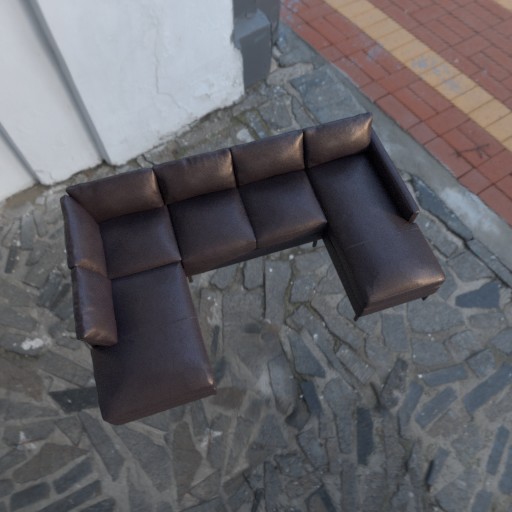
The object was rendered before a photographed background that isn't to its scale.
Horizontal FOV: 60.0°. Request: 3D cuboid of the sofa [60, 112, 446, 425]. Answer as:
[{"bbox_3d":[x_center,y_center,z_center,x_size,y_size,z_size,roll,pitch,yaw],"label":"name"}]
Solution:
[{"bbox_3d":[0.000,0.000,3.853,2.956,0.900,1.939,-16,64,-8],"label":"sofa"}]
